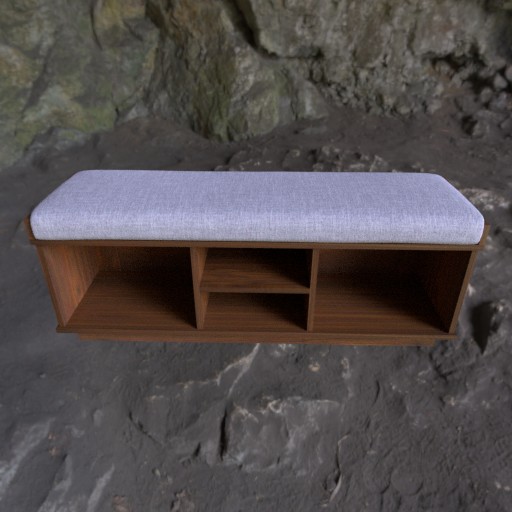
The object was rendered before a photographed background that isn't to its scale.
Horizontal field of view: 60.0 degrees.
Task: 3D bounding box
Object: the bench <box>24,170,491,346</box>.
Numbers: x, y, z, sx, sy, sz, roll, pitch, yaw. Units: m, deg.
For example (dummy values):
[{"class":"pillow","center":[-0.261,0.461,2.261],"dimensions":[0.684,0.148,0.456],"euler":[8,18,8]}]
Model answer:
[{"class":"bench","center":[0.000,0.000,1.379],"dimensions":[1.196,0.468,0.367],"euler":[1,31,1]}]
